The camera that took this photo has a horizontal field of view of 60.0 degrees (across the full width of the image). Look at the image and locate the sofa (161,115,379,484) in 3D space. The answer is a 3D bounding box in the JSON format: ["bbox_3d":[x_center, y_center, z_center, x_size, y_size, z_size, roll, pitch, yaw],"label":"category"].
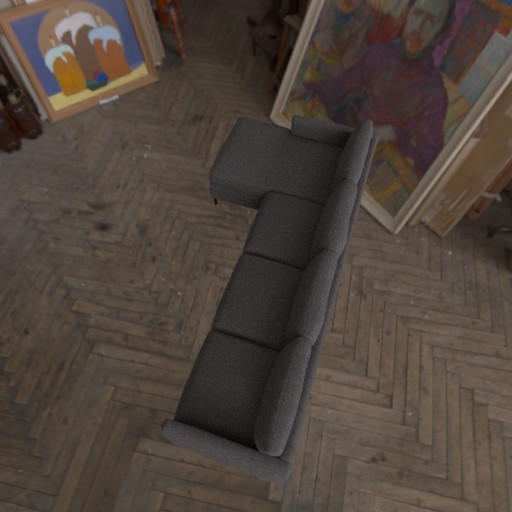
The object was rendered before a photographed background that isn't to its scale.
[{"bbox_3d":[0.000,0.000,3.227,1.258,0.754,2.731,16,59,10],"label":"sofa"}]
